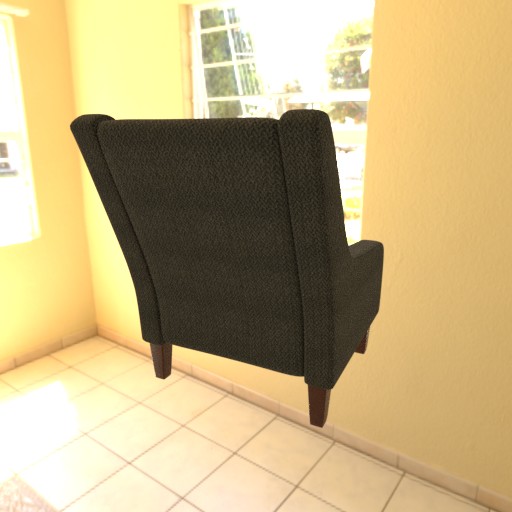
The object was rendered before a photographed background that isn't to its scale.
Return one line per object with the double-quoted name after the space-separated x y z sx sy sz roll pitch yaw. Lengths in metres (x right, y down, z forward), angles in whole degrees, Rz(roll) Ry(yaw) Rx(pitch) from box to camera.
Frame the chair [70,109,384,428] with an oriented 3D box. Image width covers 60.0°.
0.000 0.000 1.681 0.793 1.012 0.944 8 18 26 "chair"
